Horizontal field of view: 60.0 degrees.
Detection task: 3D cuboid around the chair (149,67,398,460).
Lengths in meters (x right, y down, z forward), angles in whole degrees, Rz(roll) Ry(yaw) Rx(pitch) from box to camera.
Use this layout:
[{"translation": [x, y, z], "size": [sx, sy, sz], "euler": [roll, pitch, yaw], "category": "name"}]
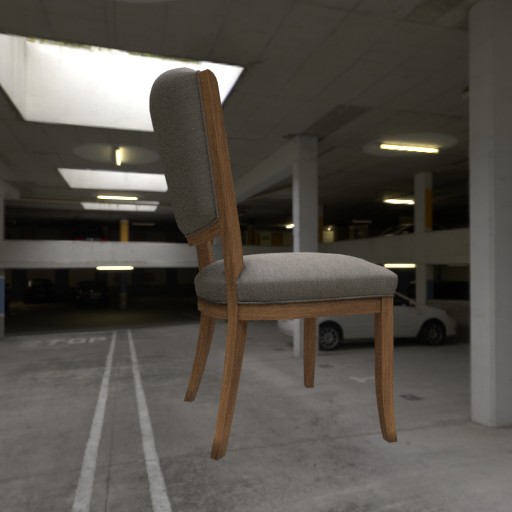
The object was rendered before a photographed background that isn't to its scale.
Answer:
[{"translation": [0.000, 0.000, 1.244], "size": [0.584, 0.905, 0.513], "euler": [0, -1, -17], "category": "chair"}]
